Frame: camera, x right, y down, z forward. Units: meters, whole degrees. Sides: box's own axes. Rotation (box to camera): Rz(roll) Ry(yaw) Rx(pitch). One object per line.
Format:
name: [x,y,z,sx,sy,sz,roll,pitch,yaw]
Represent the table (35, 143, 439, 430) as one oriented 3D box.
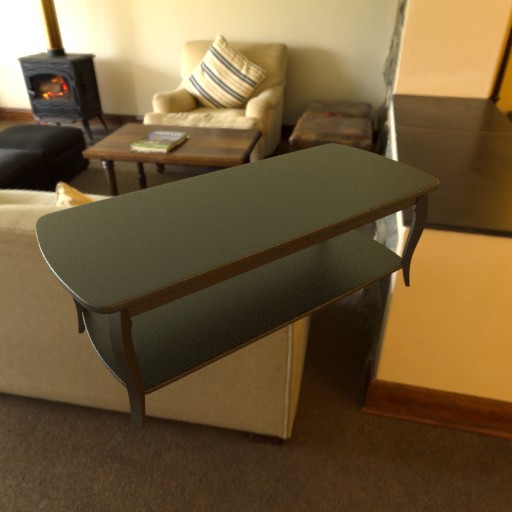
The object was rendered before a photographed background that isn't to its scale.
table: [0.000,0.000,1.593,1.333,0.457,0.571,-21,37,-30]
